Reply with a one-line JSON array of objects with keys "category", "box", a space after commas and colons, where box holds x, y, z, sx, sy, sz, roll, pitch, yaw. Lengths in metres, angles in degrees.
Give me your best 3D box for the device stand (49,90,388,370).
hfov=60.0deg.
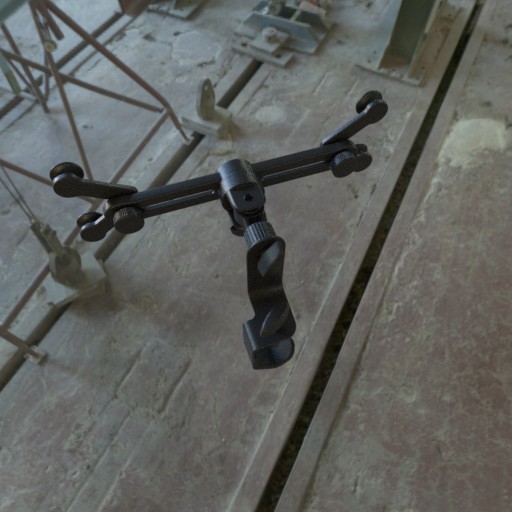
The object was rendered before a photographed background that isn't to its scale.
[{"category": "device stand", "box": [0.000, 0.000, 0.372, 0.270, 0.166, 0.142, -16, 59, -10]}]
